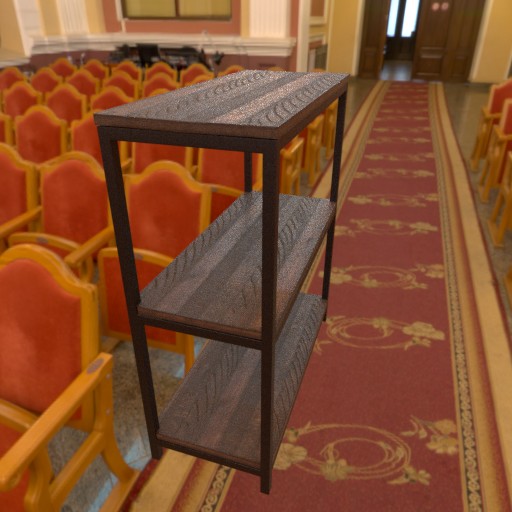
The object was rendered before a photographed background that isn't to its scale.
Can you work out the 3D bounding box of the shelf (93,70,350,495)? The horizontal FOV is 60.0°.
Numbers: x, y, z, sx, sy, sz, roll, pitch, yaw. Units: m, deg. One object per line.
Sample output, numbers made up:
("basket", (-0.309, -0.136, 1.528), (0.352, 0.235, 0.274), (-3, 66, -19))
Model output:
("shelf", (0.000, 0.000, 1.326), (0.352, 0.947, 0.822), (9, 29, 16))
